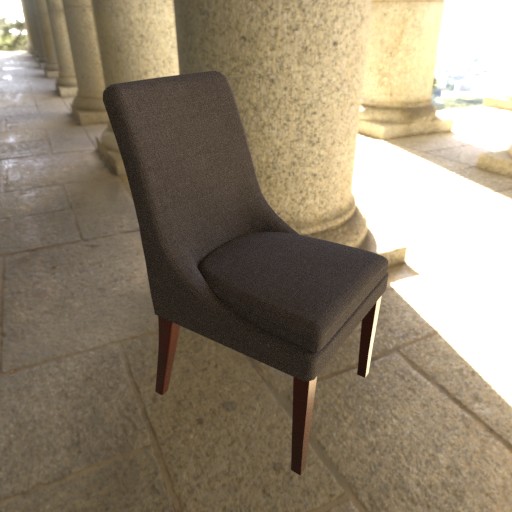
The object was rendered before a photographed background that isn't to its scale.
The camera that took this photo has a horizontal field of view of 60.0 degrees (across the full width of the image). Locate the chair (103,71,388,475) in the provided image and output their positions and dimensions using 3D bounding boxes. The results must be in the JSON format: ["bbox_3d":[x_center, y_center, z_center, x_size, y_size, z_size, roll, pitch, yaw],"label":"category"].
[{"bbox_3d":[0.000,0.000,1.310,0.655,0.952,0.508,18,33,30],"label":"chair"}]
